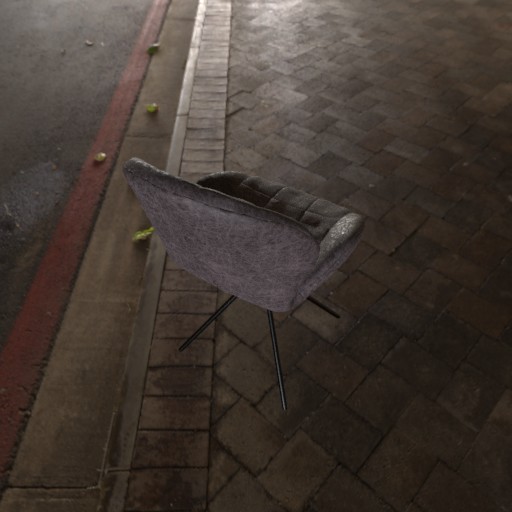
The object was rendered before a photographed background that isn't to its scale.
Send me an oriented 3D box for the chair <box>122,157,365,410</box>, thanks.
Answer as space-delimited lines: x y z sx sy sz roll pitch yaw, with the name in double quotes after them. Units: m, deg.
0.000 0.000 1.315 0.527 0.934 0.640 24 51 21 "chair"
